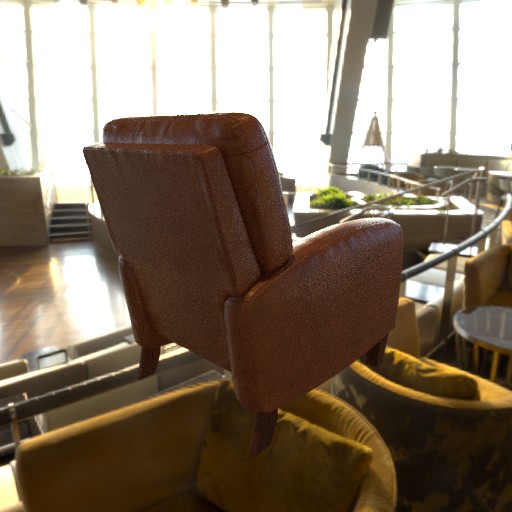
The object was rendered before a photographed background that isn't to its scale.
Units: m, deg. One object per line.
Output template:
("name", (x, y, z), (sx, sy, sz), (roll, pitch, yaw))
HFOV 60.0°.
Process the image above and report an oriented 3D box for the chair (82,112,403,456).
("chair", (0.000, 0.000, 1.658), (0.762, 0.990, 0.990), (14, 21, 42))
